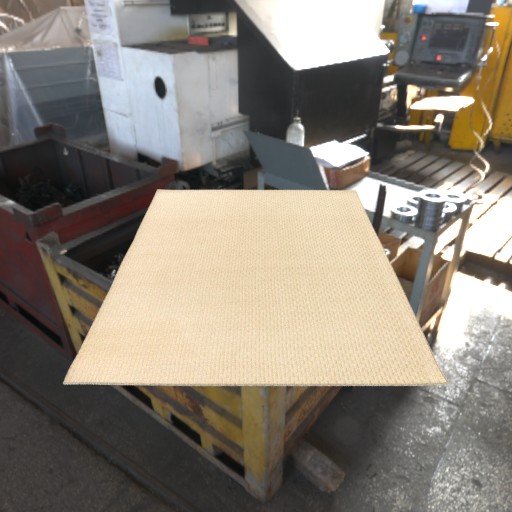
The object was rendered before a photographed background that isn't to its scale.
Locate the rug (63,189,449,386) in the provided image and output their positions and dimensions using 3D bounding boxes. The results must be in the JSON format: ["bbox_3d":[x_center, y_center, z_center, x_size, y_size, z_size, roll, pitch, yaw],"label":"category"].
[{"bbox_3d":[0.000,0.000,3.840,2.277,0.035,2.897,0,32,0],"label":"rug"}]
